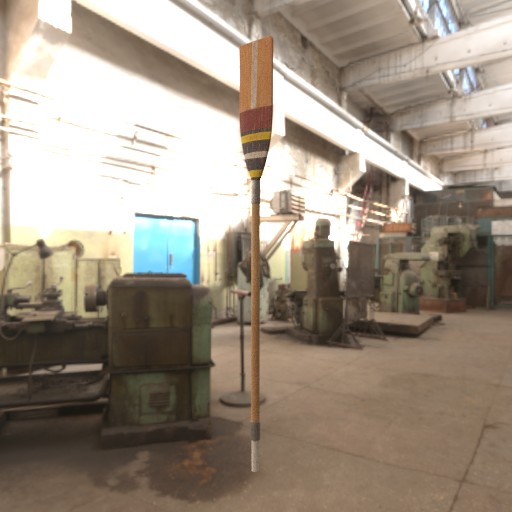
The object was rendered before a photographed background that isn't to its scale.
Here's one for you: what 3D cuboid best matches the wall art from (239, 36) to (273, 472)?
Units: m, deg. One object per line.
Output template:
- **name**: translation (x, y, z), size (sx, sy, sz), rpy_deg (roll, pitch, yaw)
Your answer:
- **wall art**: translation (0.000, 0.000, 1.602), size (0.146, 1.556, 0.038), rpy_deg (0, 0, 36)
